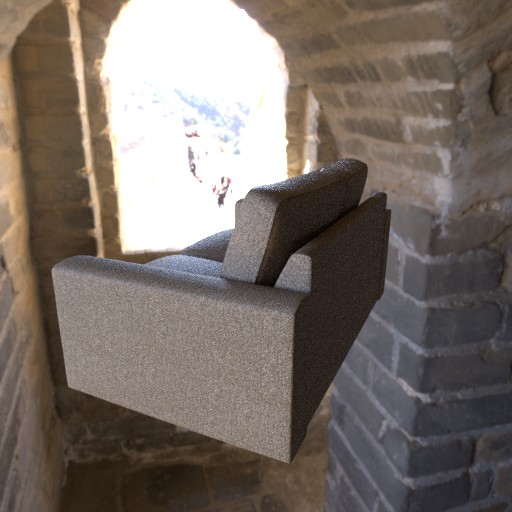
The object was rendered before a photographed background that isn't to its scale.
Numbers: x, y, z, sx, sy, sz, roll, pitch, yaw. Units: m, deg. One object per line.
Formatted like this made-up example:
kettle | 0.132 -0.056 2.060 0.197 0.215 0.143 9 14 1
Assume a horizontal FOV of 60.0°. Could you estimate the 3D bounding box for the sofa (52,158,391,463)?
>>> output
sofa | 0.000 0.000 2.180 1.016 0.873 1.616 8 19 24
